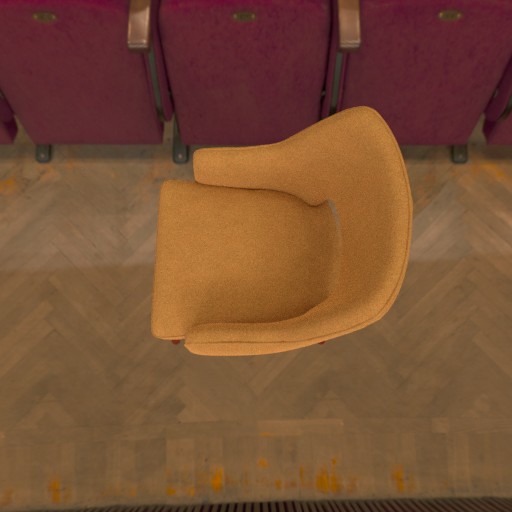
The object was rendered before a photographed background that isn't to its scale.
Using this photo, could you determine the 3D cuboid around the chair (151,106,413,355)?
[{"bbox_3d":[0.000,0.000,1.240,0.605,0.849,0.548,0,76,0],"label":"chair"}]
